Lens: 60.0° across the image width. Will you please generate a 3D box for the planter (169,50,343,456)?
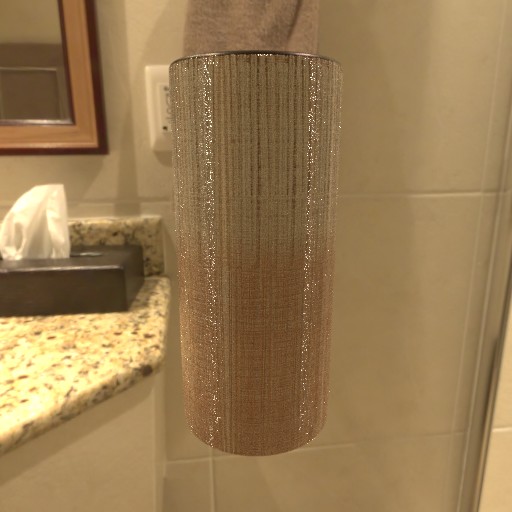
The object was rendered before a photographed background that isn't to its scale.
[{"bbox_3d":[0.000,0.000,0.285,0.100,0.227,0.100,14,20,43],"label":"planter"}]
